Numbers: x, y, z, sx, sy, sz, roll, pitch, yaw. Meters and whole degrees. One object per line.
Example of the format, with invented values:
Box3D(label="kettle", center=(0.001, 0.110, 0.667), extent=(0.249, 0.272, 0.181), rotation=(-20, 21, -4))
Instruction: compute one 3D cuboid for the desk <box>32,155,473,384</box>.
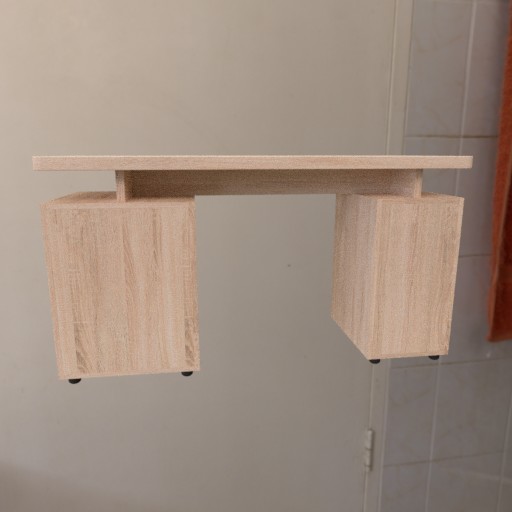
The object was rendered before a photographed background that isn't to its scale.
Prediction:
Box3D(label="desk", center=(0.000, 0.000, 1.725), extent=(1.400, 0.760, 0.550), rotation=(-2, 13, -8))
